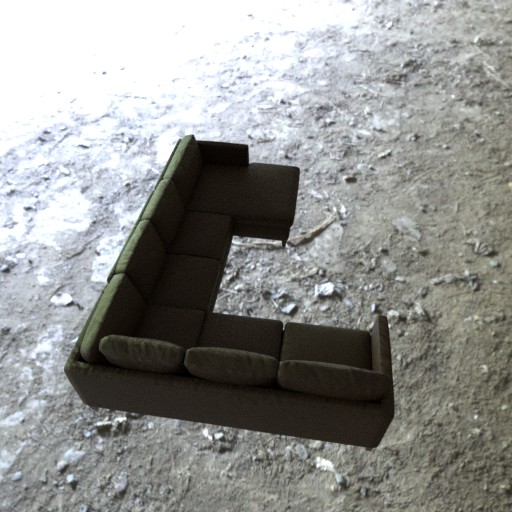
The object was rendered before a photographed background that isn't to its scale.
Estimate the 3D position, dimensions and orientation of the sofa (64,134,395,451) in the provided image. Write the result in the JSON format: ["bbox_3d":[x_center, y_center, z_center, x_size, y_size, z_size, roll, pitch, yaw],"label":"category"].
[{"bbox_3d":[0.000,0.000,4.695,2.593,0.923,3.460,6,46,6],"label":"sofa"}]
